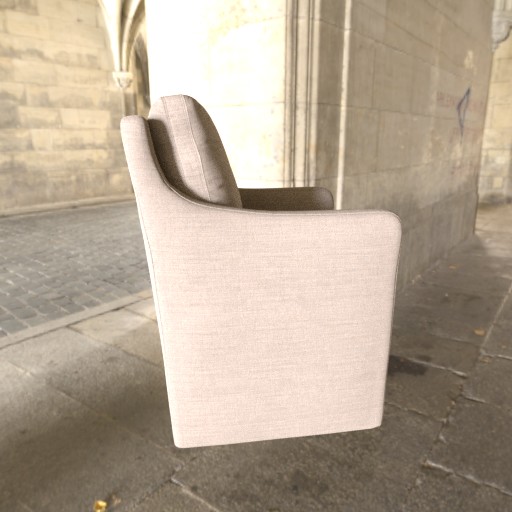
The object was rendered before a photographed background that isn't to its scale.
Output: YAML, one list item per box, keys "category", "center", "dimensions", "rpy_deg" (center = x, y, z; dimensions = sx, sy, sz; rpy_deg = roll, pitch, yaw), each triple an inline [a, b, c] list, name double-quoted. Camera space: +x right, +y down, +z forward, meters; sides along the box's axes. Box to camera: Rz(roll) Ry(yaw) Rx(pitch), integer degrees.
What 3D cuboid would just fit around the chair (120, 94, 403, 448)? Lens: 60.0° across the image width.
- category: "chair"
  center: [0.000, 0.000, 1.387]
  dimensions: [0.694, 0.914, 0.626]
  rpy_deg: [-2, 15, -9]
